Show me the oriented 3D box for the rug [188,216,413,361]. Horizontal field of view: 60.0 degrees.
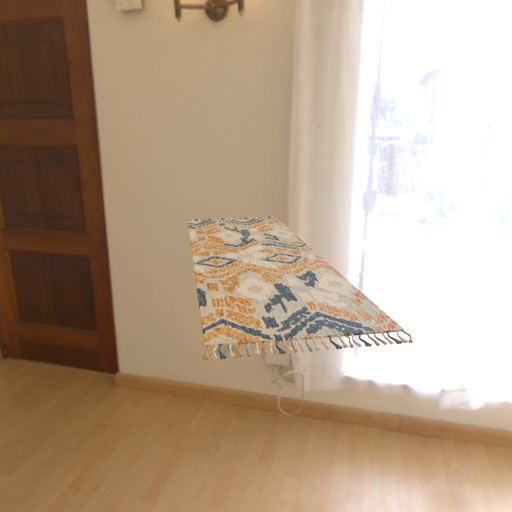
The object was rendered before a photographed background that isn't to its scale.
[{"bbox_3d":[0.000,0.000,2.685,0.783,0.010,2.437,-3,16,-9],"label":"rug"}]
